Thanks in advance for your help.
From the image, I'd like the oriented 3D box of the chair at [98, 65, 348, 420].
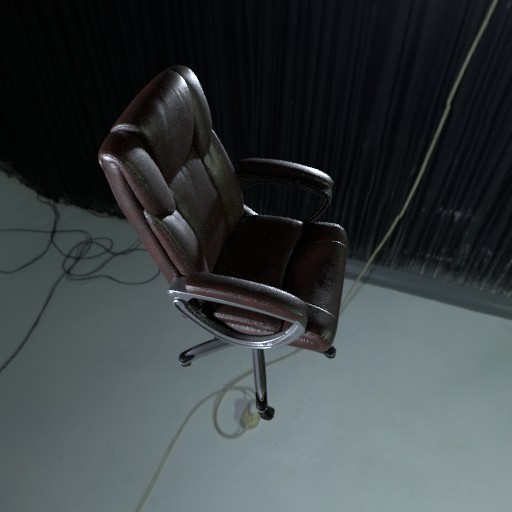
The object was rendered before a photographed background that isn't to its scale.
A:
[{"bbox_3d":[0.000,0.000,1.542,0.692,1.128,0.656,10,47,9],"label":"chair"}]
